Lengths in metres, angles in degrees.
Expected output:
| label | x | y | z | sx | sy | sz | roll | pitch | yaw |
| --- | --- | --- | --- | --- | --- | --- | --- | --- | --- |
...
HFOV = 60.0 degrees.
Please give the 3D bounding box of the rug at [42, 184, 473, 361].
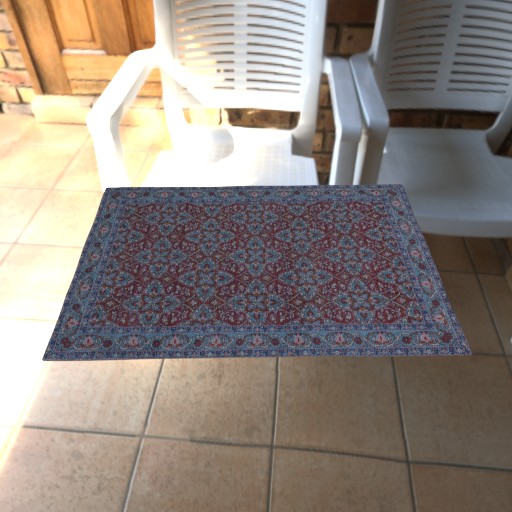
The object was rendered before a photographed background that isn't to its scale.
| label | x | y | z | sx | sy | sz | roll | pitch | yaw |
| --- | --- | --- | --- | --- | --- | --- | --- | --- | --- |
| rug | 0.000 | 0.000 | 2.303 | 1.829 | 0.009 | 1.219 | -1 | 45 | -1 |
